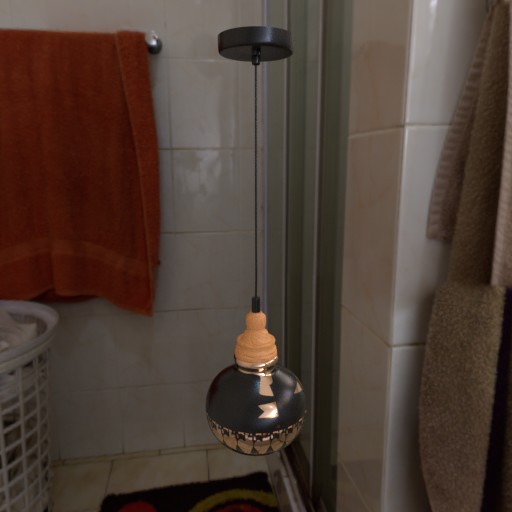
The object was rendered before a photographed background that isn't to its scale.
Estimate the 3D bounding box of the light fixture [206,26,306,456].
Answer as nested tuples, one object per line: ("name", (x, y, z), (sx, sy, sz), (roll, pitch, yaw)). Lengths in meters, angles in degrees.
("light fixture", (0.000, 0.000, 1.762), (0.430, 1.606, 0.430), (-1, 12, -7))
